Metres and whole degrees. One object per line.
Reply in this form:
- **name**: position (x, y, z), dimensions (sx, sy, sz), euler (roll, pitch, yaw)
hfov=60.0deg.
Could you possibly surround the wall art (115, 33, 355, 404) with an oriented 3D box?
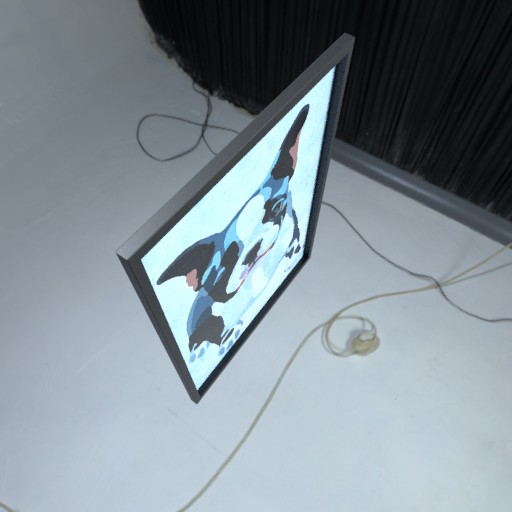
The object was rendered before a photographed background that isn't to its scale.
- **wall art**: position (0.000, 0.000, 1.348), dimensions (0.030, 1.027, 0.774), euler (32, 64, 18)
